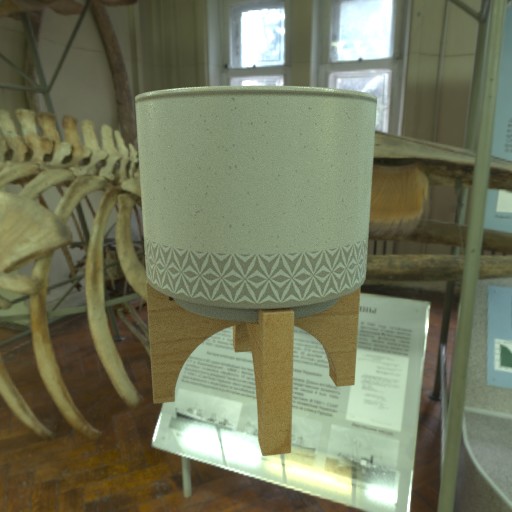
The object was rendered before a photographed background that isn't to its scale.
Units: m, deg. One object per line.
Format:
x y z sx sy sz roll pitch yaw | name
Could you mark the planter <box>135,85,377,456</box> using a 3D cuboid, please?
0.000 0.000 0.267 0.130 0.178 0.130 0 14 0 | planter
